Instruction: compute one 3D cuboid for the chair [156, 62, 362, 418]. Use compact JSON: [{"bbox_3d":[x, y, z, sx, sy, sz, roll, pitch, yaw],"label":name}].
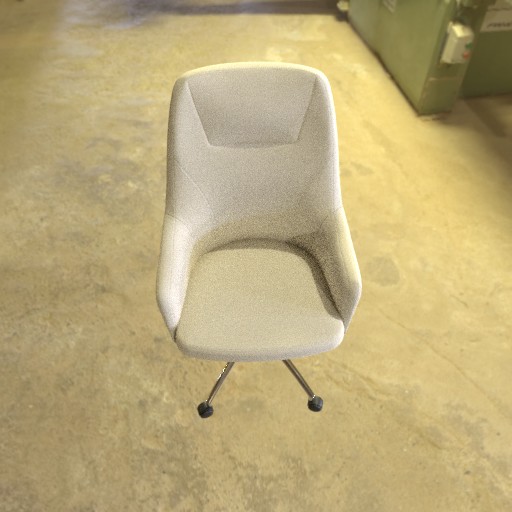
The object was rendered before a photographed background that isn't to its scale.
[{"bbox_3d":[0.000,0.000,1.460,0.620,1.049,0.640,-2,47,-2],"label":"chair"}]
